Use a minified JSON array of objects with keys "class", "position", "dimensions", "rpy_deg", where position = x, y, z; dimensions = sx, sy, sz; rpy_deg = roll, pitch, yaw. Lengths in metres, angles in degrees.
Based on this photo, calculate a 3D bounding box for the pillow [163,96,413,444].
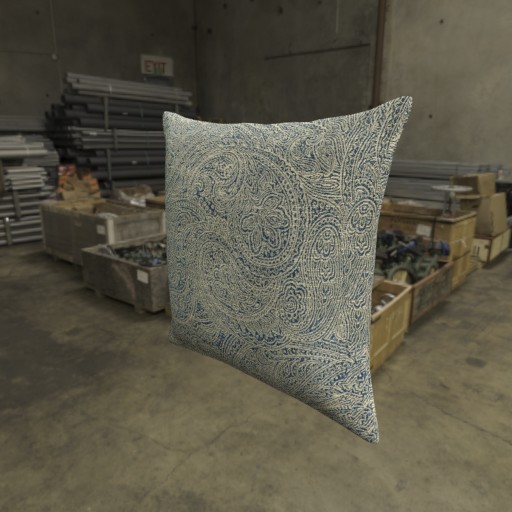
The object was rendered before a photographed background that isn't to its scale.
[{"class":"pillow","position":[0.000,0.000,0.791],"dimensions":[0.523,0.510,0.166],"rpy_deg":[13,20,40]}]
